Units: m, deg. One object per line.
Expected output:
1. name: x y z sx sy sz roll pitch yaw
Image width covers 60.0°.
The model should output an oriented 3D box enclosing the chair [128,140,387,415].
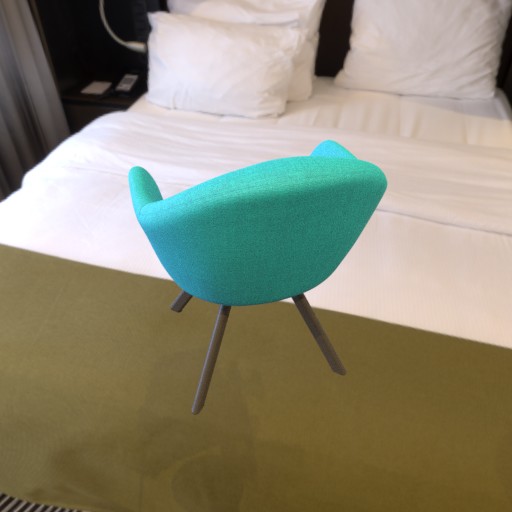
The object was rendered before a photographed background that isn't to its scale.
1. chair: 0.000 0.000 1.217 0.590 0.795 0.550 -11 41 -13
